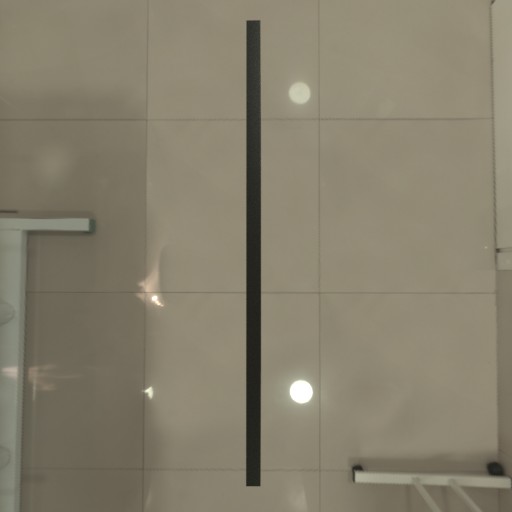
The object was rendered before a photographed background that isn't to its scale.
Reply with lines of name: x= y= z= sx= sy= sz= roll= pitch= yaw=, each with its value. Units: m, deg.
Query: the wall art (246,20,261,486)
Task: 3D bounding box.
wall art: x=0.000 y=0.000 z=0.529 sx=0.012 sy=0.332 sz=0.383 roll=0 pitch=88 yaw=1
